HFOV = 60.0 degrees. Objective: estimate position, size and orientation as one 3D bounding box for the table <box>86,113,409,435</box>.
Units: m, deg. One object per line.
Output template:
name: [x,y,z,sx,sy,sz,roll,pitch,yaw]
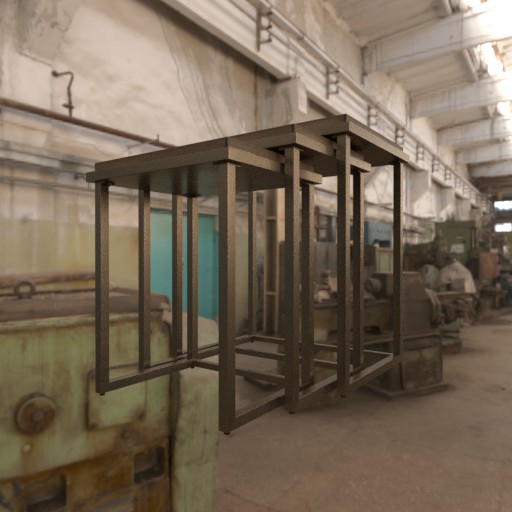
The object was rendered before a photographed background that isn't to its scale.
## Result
table: [0.000,0.000,1.134,0.559,0.610,0.706,0,0,36]
